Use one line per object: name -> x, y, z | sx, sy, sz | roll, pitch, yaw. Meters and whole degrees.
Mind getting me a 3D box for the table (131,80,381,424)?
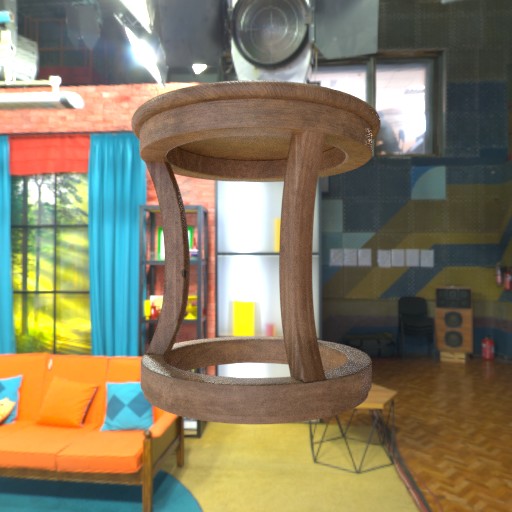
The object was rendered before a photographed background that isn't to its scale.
table -> 0.000, 0.000, 0.794 | 0.432, 0.460, 0.432 | 0, -1, 0
